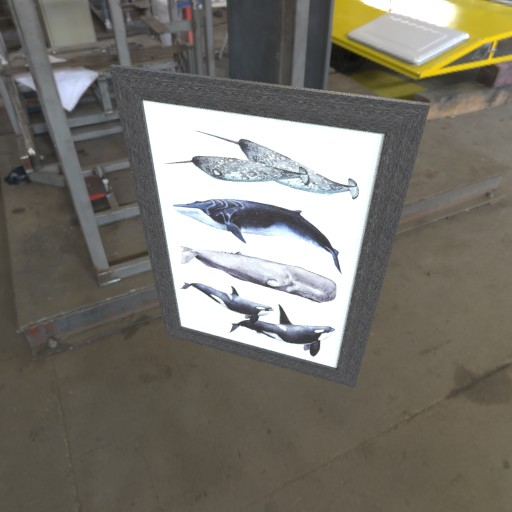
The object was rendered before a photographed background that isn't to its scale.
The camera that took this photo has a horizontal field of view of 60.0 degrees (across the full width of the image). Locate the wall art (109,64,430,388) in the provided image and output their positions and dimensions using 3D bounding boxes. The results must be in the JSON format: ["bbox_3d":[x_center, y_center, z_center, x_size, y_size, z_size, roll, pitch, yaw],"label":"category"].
[{"bbox_3d":[0.000,0.000,1.443,0.810,1.116,0.016,12,43,14],"label":"wall art"}]
